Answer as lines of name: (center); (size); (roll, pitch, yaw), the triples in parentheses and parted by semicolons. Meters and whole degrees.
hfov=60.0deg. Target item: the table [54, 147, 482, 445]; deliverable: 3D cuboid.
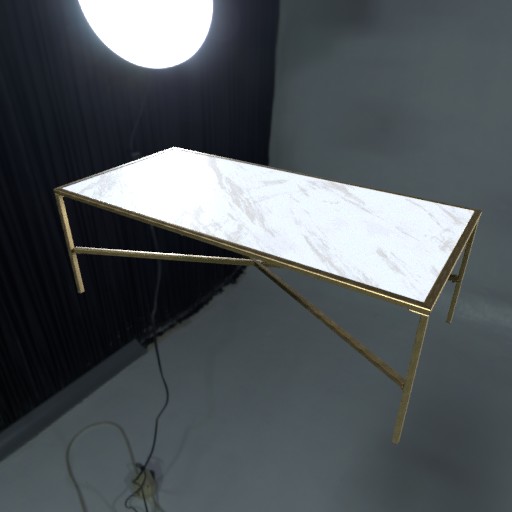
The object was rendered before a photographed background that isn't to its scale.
table: (0.000, 0.000, 1.464); (1.197, 0.405, 0.577); (18, 34, 28)
